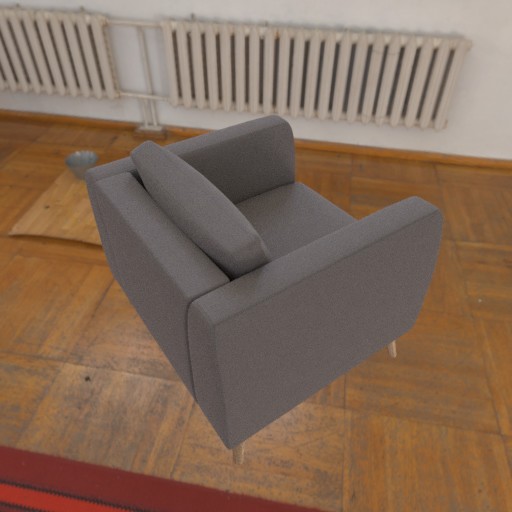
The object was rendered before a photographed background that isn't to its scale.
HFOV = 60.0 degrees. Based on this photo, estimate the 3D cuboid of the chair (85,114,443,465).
[{"bbox_3d":[0.000,0.000,1.746,0.930,0.860,1.000,-25,47,-25],"label":"chair"}]
